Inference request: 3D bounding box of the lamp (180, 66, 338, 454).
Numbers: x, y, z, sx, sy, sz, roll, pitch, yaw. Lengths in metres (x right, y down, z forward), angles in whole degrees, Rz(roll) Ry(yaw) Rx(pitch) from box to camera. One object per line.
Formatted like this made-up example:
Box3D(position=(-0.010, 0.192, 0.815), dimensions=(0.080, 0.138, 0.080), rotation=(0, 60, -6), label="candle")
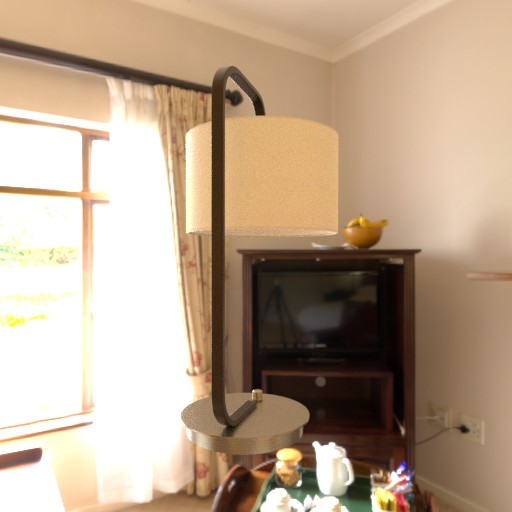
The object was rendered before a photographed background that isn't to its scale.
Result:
Box3D(position=(0.000, 0.000, 0.650), dimensions=(0.230, 0.473, 0.288), rotation=(0, 0, 18), label="lamp")
